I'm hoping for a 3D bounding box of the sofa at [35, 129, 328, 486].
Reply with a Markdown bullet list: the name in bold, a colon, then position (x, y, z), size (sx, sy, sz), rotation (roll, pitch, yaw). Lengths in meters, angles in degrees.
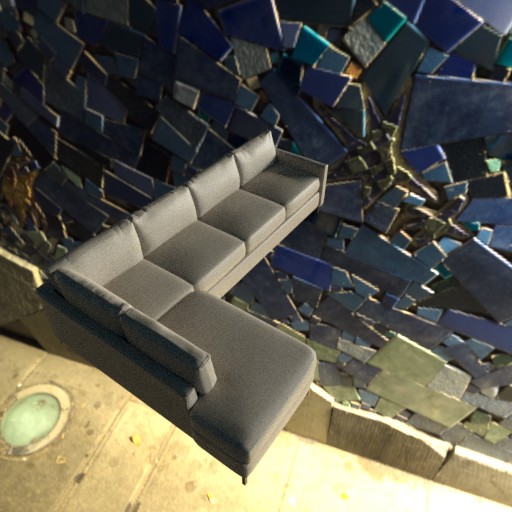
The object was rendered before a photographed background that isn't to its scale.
- **sofa**: position (0.000, 0.000, 3.133), size (1.617, 0.703, 2.423), rotation (25, 46, 26)
